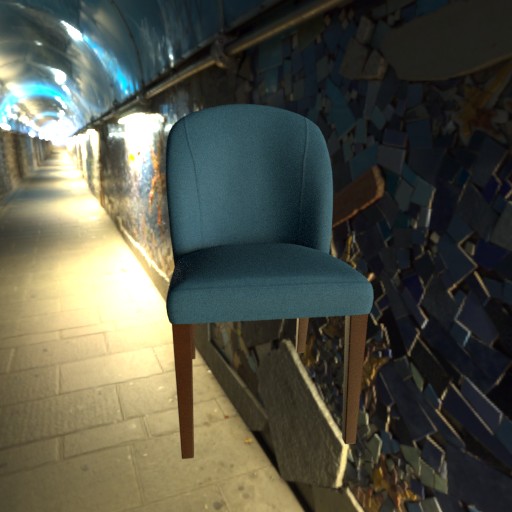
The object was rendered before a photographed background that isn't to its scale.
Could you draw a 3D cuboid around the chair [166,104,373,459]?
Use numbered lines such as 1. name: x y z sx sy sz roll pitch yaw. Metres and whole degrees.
1. chair: 0.000 0.000 1.285 0.507 0.879 0.620 -2 15 -7
